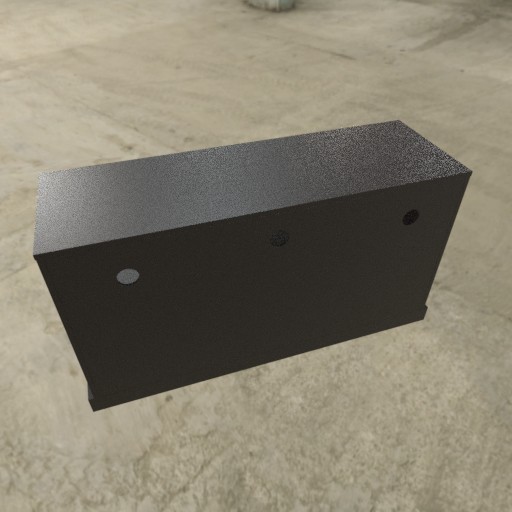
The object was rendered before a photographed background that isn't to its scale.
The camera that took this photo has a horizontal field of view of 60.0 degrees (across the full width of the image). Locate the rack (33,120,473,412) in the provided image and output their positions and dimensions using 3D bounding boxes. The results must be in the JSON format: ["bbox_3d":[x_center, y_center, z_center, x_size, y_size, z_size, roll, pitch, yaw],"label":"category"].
[{"bbox_3d":[0.000,0.000,1.473,1.206,0.635,0.399,-12,42,-14],"label":"rack"}]
